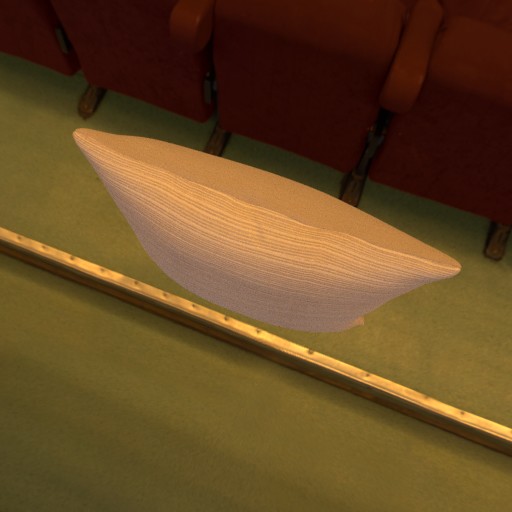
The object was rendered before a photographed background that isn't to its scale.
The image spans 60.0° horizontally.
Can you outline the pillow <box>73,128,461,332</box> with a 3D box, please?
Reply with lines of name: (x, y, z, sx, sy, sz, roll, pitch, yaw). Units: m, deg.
pillow: (0.000, 0.000, 0.776, 0.512, 0.497, 0.204, 20, 75, 6)
